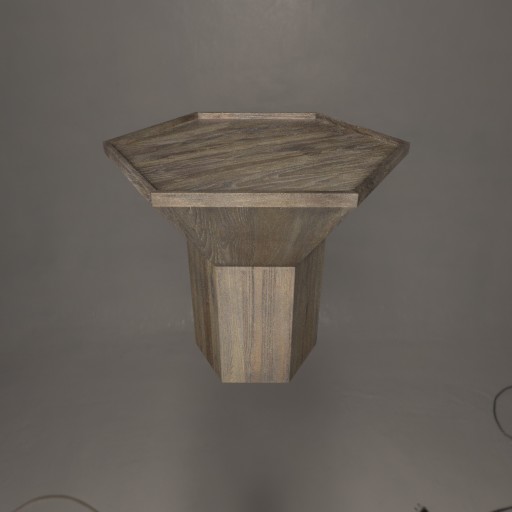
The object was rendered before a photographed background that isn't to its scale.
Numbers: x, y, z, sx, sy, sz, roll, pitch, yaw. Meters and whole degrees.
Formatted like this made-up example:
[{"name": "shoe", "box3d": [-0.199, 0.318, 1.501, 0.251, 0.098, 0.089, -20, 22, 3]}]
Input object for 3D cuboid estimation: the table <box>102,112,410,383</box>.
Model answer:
[{"name": "table", "box3d": [0.000, 0.000, 1.132, 0.683, 0.586, 0.592, 0, 30, 0]}]
